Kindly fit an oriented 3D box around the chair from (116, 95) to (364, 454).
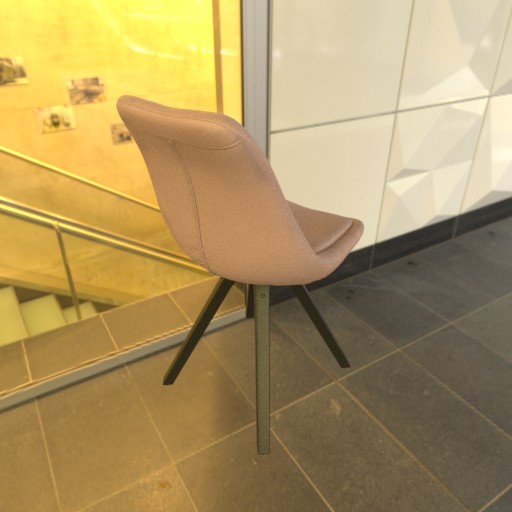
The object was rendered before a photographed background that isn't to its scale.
[{"bbox_3d":[0.000,0.000,1.182,0.483,0.865,0.547,23,37,33],"label":"chair"}]
